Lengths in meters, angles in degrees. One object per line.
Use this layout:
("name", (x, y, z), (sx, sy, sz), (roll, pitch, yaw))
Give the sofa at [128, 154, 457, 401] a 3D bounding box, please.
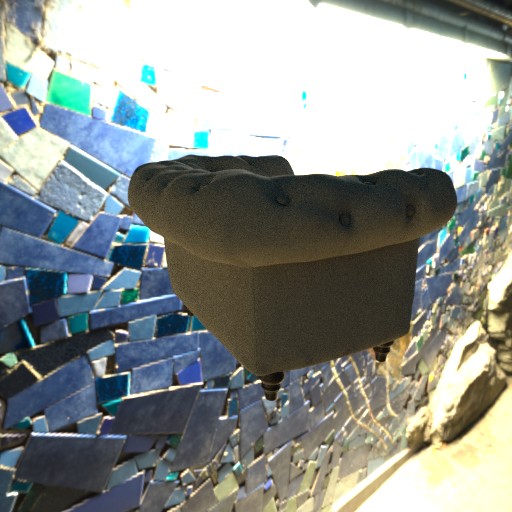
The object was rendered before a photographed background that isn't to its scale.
("sofa", (0.000, 0.000, 2.072), (1.034, 0.878, 1.405), (-8, 18, -27))
